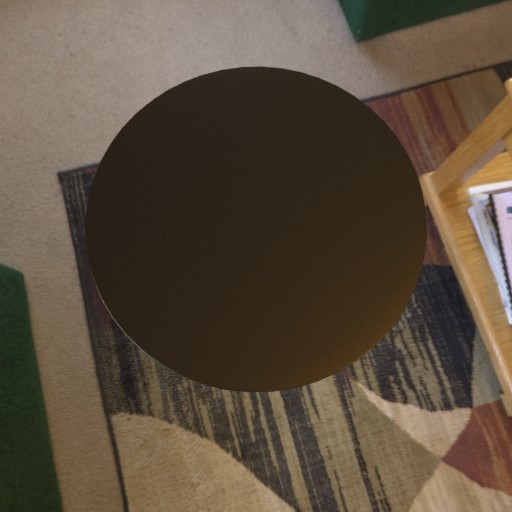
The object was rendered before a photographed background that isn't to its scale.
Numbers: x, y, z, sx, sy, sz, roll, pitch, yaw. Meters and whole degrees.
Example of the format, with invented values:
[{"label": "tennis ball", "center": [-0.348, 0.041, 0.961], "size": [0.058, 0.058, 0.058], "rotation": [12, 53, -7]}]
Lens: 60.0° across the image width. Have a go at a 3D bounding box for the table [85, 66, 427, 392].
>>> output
[{"label": "table", "center": [0.000, 0.000, 1.074], "size": [0.597, 0.618, 0.597], "rotation": [0, 76, 0]}]
